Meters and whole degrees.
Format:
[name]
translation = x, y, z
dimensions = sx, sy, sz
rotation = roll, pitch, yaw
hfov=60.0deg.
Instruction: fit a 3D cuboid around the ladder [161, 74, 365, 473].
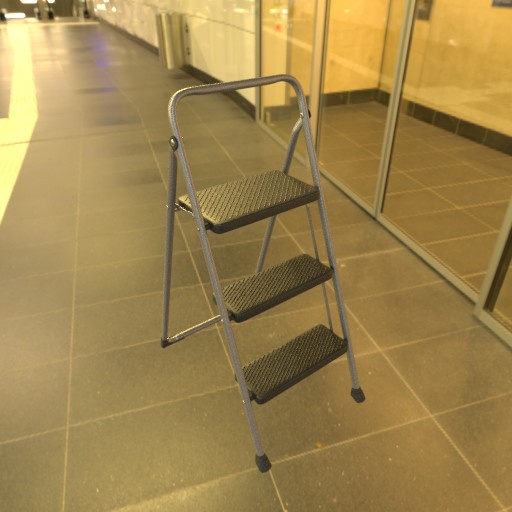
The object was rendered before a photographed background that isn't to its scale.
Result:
[ladder]
translation = 0.000, 0.000, 1.290
dimensions = 0.430, 0.945, 0.629
rotation = -22, 38, -31
